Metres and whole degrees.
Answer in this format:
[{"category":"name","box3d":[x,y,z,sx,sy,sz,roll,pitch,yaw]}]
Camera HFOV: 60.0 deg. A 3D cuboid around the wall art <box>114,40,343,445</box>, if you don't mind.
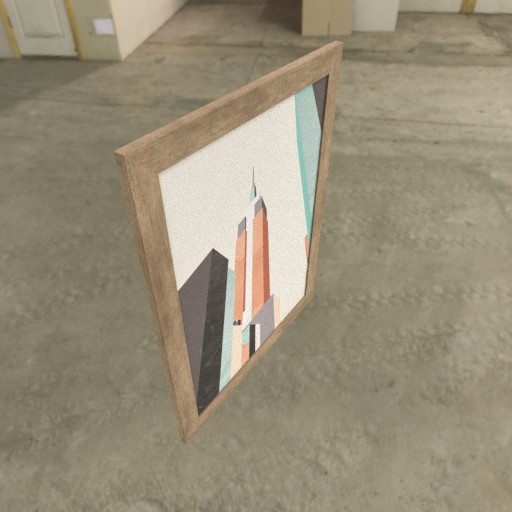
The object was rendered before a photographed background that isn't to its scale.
[{"category":"wall art","box3d":[0.000,0.000,0.890,0.018,0.686,0.534,25,47,26]}]
